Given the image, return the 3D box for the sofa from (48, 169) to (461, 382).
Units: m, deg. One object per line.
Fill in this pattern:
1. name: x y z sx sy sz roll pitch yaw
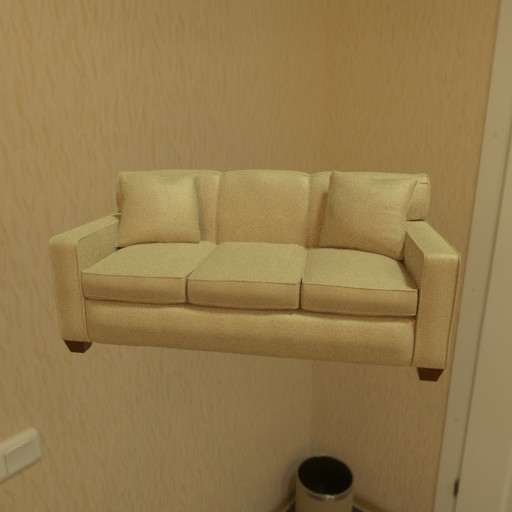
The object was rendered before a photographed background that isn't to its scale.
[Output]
1. sofa: 0.000 0.000 2.583 2.024 0.958 0.997 2 16 9
